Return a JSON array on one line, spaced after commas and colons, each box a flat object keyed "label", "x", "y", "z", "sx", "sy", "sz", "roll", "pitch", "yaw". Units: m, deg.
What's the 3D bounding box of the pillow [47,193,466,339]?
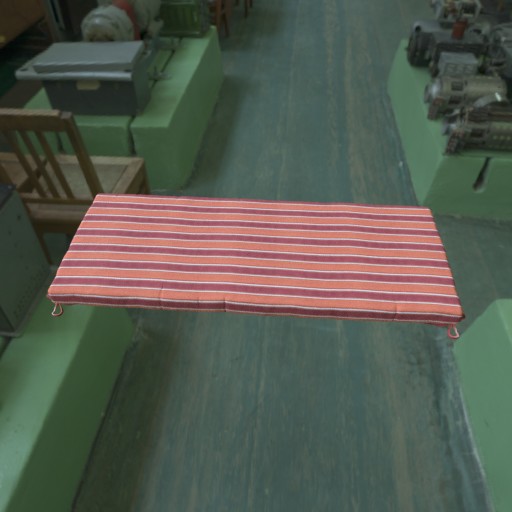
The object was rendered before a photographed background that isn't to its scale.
[{"label": "pillow", "x": 0.000, "y": 0.000, "z": 1.366, "sx": 1.187, "sy": 0.081, "sz": 0.492, "roll": 3, "pitch": 45, "yaw": 3}]
